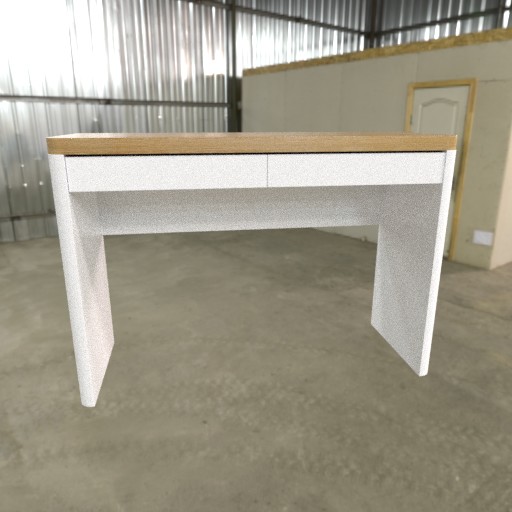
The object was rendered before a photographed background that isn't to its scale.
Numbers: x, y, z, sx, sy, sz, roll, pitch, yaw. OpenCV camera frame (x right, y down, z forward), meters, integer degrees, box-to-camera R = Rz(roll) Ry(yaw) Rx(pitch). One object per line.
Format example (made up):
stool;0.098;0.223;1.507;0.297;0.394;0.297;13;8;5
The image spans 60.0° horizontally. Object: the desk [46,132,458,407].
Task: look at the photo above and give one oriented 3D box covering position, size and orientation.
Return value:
desk;0.000;0.000;1.435;1.100;0.760;0.390;-3;17;-9
